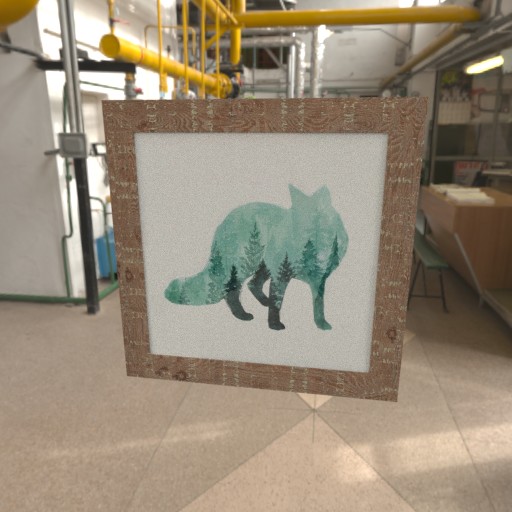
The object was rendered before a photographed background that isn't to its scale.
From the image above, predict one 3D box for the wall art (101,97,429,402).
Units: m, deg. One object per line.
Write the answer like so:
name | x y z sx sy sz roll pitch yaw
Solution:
wall art | 0.000 0.000 0.574 0.384 0.384 0.012 3 17 9
